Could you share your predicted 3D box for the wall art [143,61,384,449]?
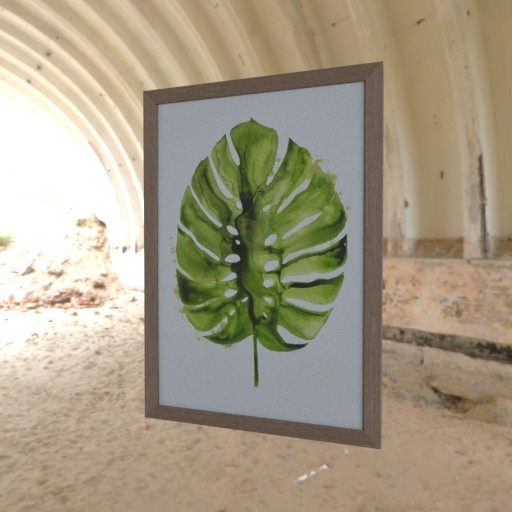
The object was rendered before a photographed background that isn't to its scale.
[{"bbox_3d":[0.000,0.000,0.652,0.358,0.510,0.032,0,1,18],"label":"wall art"}]
